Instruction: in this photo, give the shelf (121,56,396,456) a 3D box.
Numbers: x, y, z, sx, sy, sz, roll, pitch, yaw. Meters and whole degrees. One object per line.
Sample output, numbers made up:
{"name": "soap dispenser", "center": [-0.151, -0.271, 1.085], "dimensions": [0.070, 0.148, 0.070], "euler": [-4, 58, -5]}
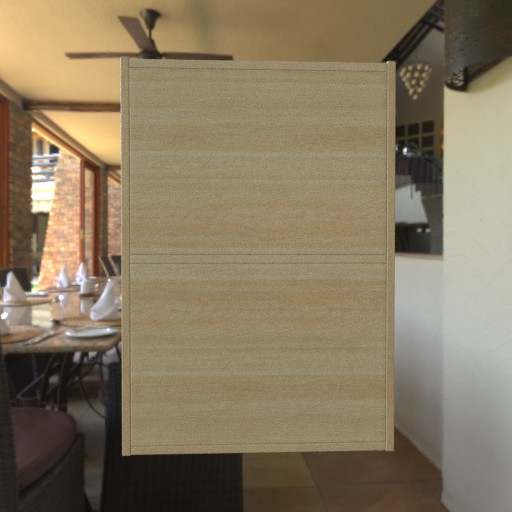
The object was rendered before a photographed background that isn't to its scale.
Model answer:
{"name": "shelf", "center": [0.000, 0.000, 0.809], "dimensions": [0.414, 0.592, 0.290], "euler": [0, 1, -2]}
